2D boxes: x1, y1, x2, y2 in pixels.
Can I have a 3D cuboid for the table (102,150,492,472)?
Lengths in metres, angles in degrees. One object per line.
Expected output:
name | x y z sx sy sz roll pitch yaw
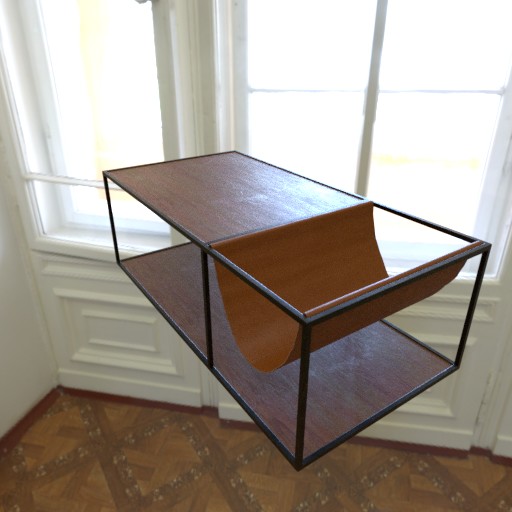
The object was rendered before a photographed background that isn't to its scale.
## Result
table | 0.000 0.000 1.477 0.597 0.403 1.199 -17 31 -30
